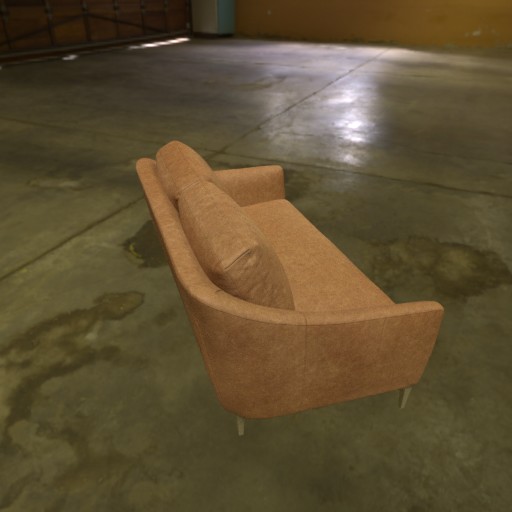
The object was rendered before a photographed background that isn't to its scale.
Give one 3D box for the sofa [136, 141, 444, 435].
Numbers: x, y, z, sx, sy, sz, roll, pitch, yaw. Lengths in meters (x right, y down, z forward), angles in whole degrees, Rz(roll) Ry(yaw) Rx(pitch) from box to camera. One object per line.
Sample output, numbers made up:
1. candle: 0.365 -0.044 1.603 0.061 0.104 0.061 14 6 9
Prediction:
1. sofa: 0.000 0.000 2.230 0.960 0.902 1.619 -11 33 -17
